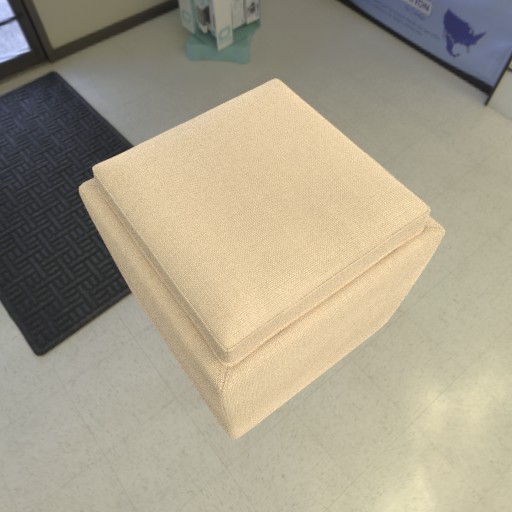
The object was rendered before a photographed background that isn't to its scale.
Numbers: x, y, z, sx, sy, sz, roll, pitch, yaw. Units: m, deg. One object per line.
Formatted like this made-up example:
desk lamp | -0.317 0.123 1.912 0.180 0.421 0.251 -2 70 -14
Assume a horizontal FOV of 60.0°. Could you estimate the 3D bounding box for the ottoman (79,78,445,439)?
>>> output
ottoman | 0.000 0.000 0.856 0.450 0.460 0.451 -32 64 -18
